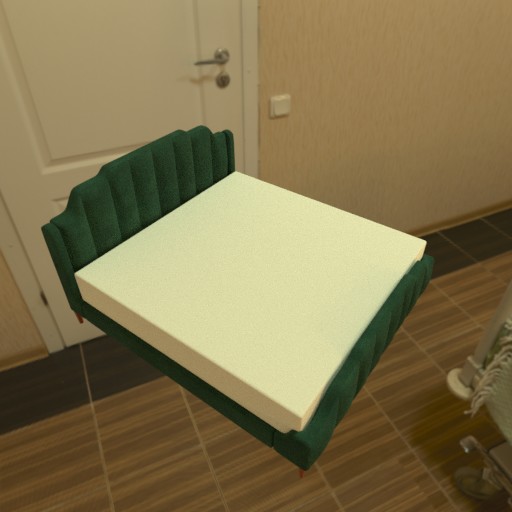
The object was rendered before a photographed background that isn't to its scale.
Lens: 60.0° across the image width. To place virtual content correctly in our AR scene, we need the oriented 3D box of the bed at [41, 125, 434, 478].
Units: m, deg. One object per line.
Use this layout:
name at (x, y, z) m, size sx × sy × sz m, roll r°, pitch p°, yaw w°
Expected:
bed at (0.000, 0.000, 3.535) m, size 2.340 × 1.245 × 2.074 m, roll 25°, pitch 46°, yaw 27°
